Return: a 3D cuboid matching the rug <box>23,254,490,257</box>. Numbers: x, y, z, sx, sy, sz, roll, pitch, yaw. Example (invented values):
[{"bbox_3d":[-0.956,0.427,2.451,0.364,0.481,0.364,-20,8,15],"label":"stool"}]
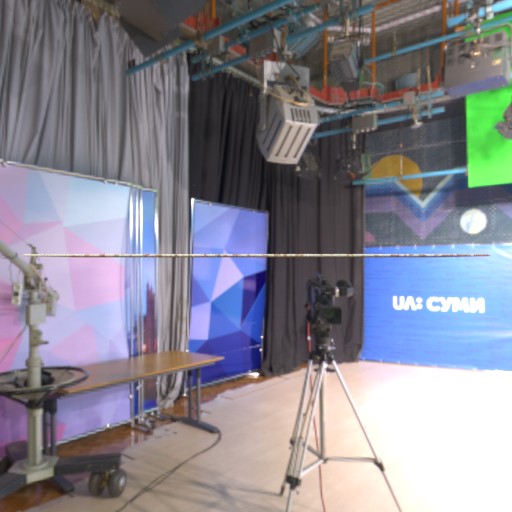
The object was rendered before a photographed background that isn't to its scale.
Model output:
[{"bbox_3d":[0.000,0.000,2.678,2.435,0.011,0.750,0,-1,1],"label":"rug"}]
